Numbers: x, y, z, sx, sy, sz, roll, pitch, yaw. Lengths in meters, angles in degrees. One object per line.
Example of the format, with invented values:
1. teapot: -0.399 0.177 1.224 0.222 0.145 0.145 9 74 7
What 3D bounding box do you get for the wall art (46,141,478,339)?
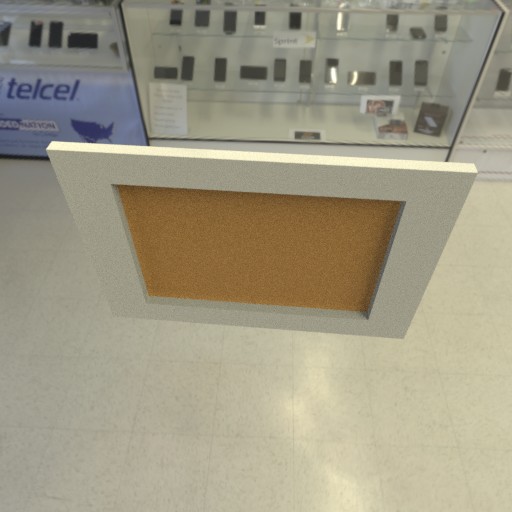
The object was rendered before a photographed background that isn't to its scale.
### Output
1. wall art: 0.000 0.000 1.162 0.906 0.617 0.033 4 47 4
